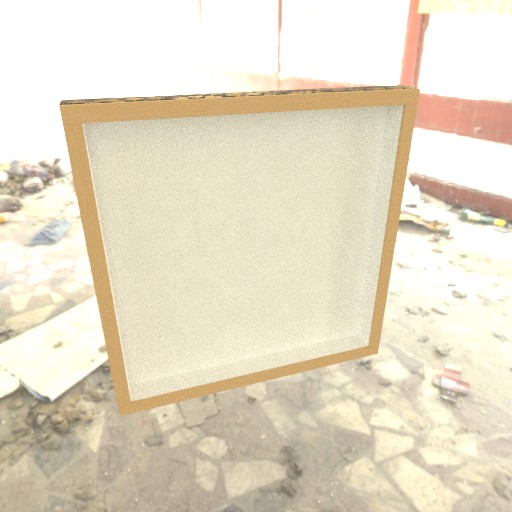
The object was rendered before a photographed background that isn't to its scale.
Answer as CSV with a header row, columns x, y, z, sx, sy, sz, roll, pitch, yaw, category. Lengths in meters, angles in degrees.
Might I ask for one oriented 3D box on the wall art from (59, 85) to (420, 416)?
x,y,z,sx,sy,sz,roll,pitch,yaw,category
0.000,0.000,0.583,0.405,0.405,0.038,-9,29,-17,wall art
